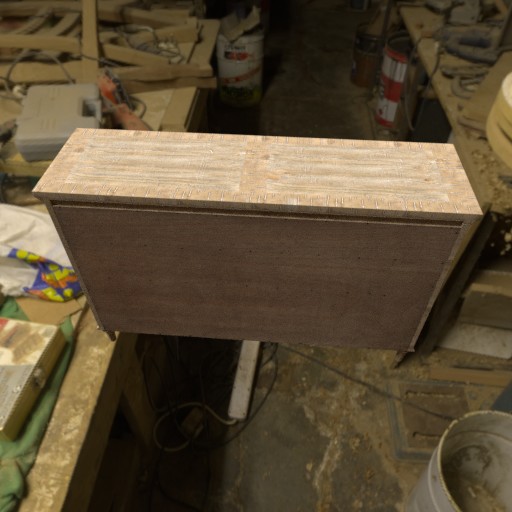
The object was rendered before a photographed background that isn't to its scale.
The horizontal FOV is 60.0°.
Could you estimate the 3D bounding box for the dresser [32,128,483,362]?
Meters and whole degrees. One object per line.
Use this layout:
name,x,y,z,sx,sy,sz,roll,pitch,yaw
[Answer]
dresser,0.000,0.000,2.113,1.626,1.016,0.457,3,46,3
